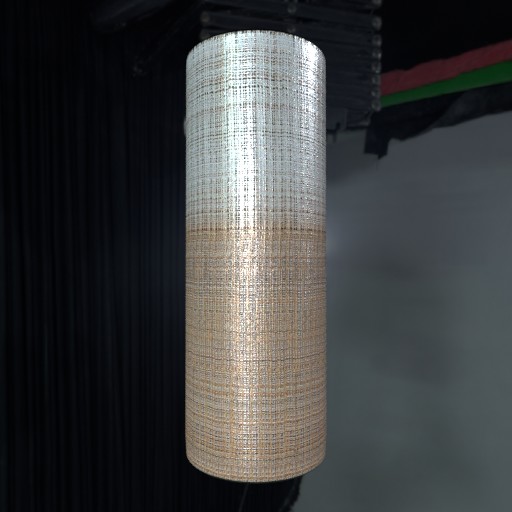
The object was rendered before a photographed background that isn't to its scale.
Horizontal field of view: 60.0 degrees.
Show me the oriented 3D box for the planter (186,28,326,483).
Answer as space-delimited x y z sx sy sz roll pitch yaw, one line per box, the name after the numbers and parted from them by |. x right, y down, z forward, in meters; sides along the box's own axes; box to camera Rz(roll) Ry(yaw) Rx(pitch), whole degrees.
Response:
0.000 0.000 0.317 0.099 0.278 0.099 -1 -1 36 | planter
